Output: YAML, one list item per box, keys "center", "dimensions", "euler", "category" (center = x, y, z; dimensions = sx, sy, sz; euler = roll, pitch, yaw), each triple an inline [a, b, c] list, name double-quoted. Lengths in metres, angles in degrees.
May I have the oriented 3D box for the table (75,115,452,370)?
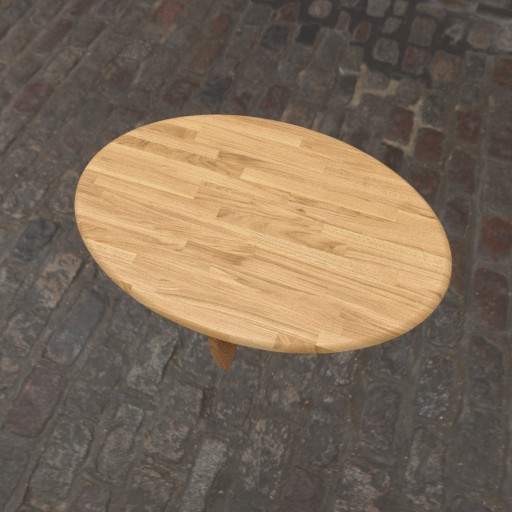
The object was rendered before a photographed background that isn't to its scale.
- center: [0.000, 0.000, 1.396]
  dimensions: [1.040, 0.490, 0.690]
  euler: [17, 64, 8]
  category: "table"
